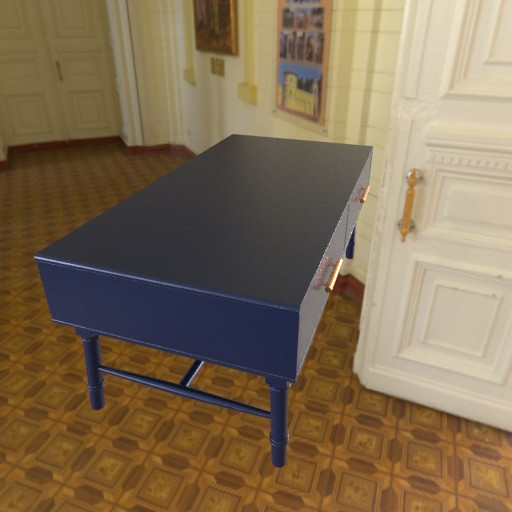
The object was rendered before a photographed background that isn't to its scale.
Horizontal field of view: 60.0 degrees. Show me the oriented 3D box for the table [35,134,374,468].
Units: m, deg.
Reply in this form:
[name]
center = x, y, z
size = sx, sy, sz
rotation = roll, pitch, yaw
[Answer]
[table]
center = 0.000, 0.000, 1.357
size = 0.572, 0.457, 1.067
rotation = 10, 30, 17
